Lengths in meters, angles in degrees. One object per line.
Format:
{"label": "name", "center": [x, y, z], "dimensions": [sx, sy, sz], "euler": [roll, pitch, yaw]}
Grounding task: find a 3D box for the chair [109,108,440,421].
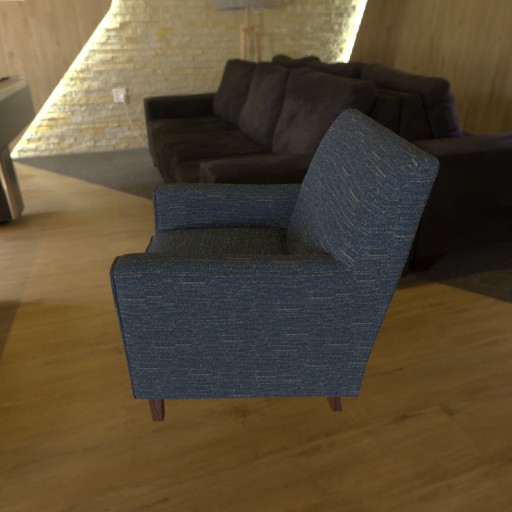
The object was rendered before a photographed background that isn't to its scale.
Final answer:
{"label": "chair", "center": [0.000, 0.000, 1.641], "dimensions": [0.873, 0.928, 0.864], "euler": [-1, 26, -2]}
